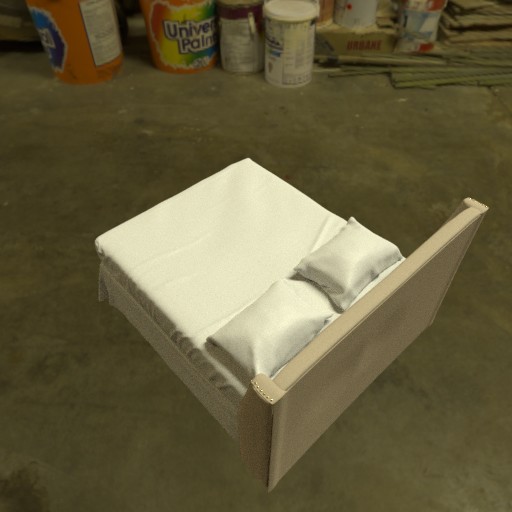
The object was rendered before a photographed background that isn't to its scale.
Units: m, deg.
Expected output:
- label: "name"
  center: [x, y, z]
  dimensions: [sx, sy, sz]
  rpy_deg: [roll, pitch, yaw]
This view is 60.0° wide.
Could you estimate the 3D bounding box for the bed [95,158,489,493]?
- label: "bed"
  center: [0.000, 0.000, 3.358]
  dimensions: [1.925, 1.332, 2.276]
  rpy_deg: [-34, 56, -28]
